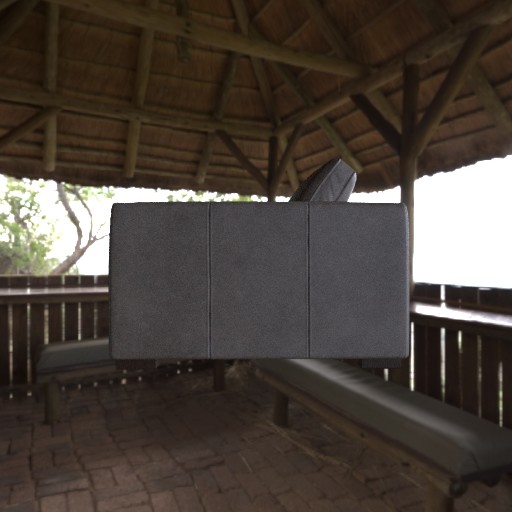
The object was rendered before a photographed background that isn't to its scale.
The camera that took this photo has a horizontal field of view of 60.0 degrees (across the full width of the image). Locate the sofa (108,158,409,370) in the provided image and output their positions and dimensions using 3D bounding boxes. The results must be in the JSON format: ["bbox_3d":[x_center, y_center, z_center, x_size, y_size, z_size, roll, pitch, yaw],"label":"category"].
[{"bbox_3d":[0.000,0.000,2.472,1.070,0.800,1.920,0,0,-1],"label":"sofa"}]
